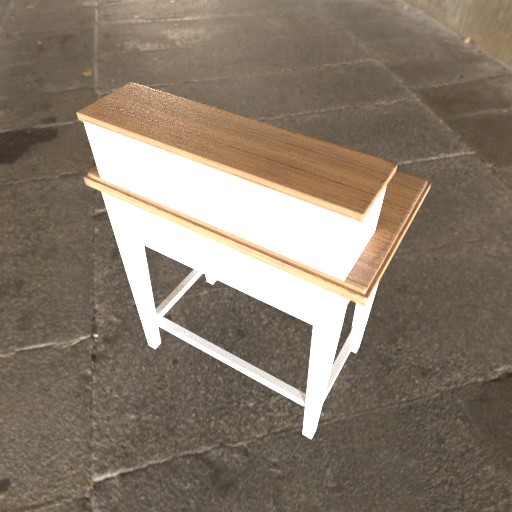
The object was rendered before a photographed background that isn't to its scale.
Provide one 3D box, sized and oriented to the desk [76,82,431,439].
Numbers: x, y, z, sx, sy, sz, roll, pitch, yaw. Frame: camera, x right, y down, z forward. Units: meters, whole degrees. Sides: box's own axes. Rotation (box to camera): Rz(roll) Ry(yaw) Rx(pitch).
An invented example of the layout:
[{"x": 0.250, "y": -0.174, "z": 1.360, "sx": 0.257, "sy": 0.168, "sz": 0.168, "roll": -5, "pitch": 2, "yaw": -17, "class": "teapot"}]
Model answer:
[{"x": 0.000, "y": 0.000, "z": 1.398, "sx": 0.814, "sy": 0.981, "sz": 0.462, "roll": 23, "pitch": 50, "yaw": 21, "class": "desk"}]
